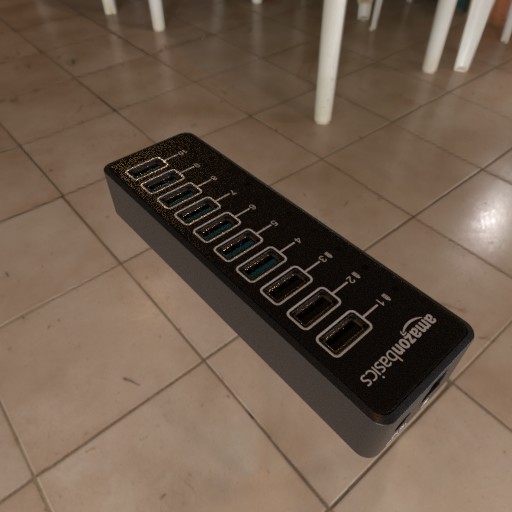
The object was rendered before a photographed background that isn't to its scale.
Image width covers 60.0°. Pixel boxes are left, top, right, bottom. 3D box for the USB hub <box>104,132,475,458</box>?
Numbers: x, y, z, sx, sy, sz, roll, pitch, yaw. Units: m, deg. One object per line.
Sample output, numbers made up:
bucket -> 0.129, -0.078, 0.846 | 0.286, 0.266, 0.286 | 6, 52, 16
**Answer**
USB hub -> 0.000, 0.000, 0.162 | 0.044, 0.023, 0.145 | -32, 54, -27
